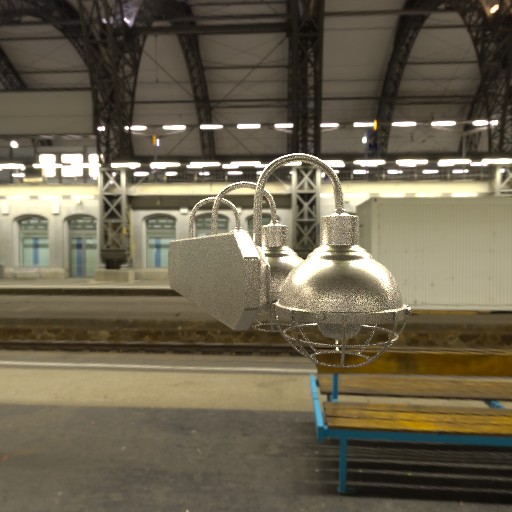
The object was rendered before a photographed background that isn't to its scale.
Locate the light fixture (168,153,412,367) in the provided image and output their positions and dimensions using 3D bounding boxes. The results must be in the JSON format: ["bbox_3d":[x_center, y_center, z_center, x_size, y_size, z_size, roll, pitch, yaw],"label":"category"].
[{"bbox_3d":[0.000,0.000,0.767,0.229,0.254,0.634,0,1,-18],"label":"light fixture"}]
